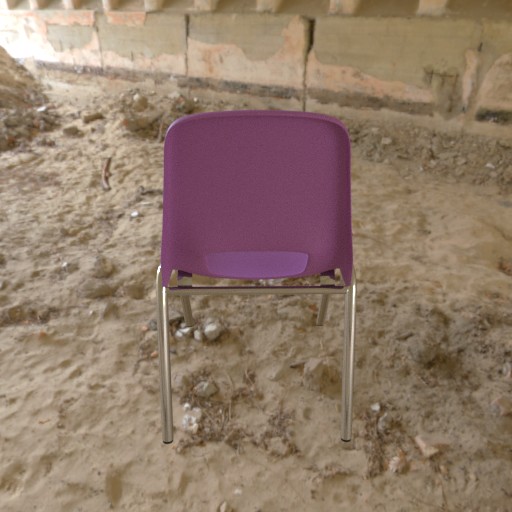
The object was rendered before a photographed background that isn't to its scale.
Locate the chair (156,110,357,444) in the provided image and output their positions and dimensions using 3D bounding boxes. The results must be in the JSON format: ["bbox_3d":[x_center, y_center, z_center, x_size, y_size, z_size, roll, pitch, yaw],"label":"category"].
[{"bbox_3d":[0.000,0.000,0.688,0.291,0.493,0.301,0,29,-1],"label":"chair"}]
